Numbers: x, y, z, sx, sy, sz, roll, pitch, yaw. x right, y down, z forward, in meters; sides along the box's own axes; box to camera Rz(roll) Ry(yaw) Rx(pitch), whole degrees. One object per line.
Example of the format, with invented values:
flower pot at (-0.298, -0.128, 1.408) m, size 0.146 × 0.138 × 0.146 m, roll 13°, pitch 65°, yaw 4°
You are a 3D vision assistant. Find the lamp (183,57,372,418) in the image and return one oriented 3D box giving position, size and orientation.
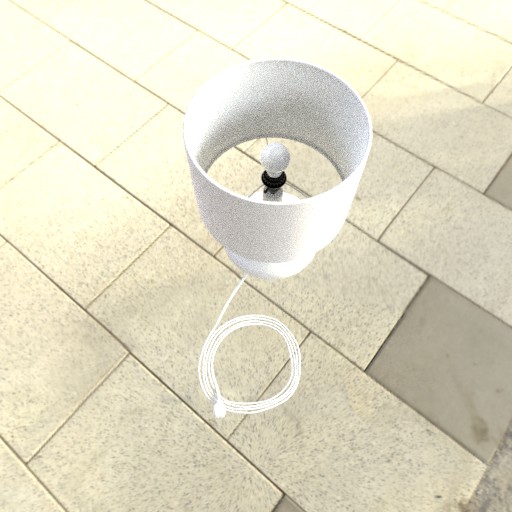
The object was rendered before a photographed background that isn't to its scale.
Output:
lamp at (0.000, 0.000, 0.864) m, size 0.401 × 0.457 × 0.546 m, roll 34°, pitch 69°, yaw 15°
